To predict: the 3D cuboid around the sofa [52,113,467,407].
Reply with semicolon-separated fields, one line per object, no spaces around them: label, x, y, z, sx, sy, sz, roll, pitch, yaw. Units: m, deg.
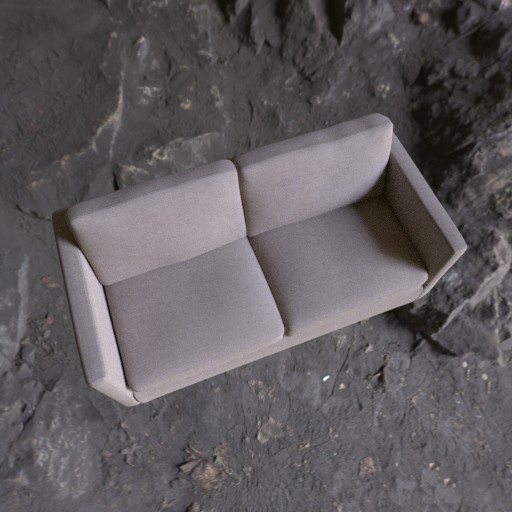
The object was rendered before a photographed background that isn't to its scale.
sofa;0.000;0.000;2.424;1.884;0.947;0.951;-19;65;-9
